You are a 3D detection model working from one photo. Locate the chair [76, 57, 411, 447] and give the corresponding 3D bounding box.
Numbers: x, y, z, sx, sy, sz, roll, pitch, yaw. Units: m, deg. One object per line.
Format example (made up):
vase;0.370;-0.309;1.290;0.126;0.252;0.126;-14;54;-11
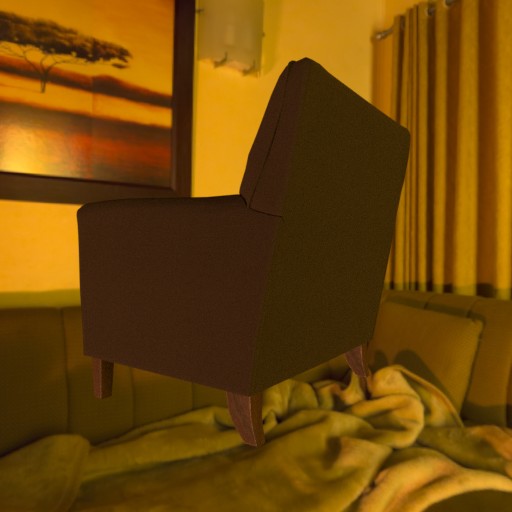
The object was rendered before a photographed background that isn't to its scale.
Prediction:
chair;0.000;0.000;1.523;0.831;0.911;0.836;1;1;35
